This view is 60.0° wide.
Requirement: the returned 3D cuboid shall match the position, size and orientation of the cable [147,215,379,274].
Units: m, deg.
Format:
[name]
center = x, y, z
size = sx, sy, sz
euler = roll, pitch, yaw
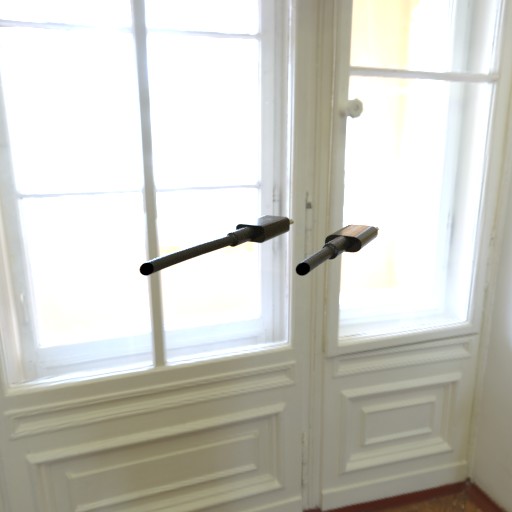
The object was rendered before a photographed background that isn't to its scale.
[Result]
[cable]
center = 0.000, 0.000, 0.111
size = 0.040, 0.006, 0.098
euler = 8, 16, 27
